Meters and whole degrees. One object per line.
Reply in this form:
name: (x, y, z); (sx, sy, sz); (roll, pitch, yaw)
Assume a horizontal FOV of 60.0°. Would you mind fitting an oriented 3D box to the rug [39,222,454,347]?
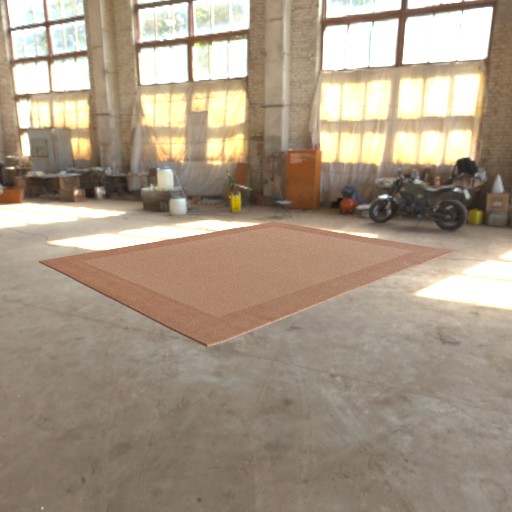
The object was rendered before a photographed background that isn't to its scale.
rug: (0.000, 0.000, 4.142); (3.057, 0.021, 2.431); (-13, 19, -43)
